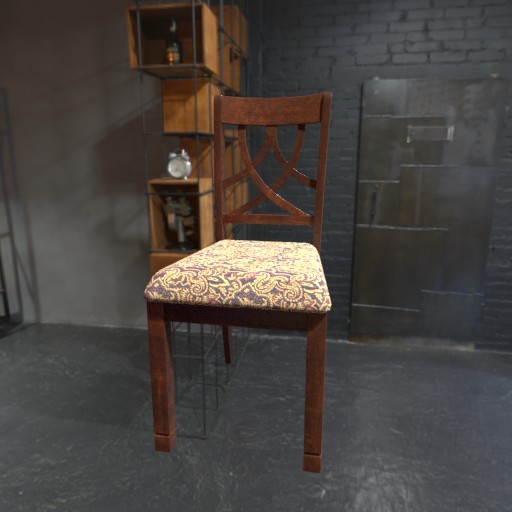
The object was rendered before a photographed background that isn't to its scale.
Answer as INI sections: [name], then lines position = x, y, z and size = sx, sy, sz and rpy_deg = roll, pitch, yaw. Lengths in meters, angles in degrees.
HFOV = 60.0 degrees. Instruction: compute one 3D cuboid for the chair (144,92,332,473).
[chair]
position = 0.000, 0.000, 1.299
size = 0.457, 0.965, 0.584
rpy_deg = 3, 13, 11
